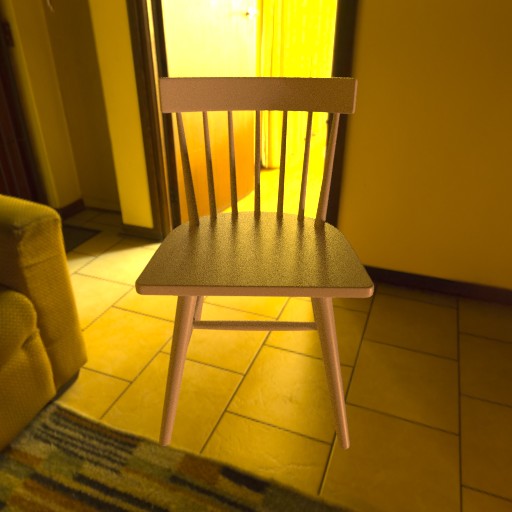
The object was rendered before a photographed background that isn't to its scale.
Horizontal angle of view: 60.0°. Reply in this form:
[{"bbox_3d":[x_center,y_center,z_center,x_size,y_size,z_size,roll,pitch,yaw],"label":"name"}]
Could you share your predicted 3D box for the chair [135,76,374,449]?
[{"bbox_3d":[0.000,0.000,1.098,0.483,0.787,0.500,1,29,1],"label":"chair"}]
